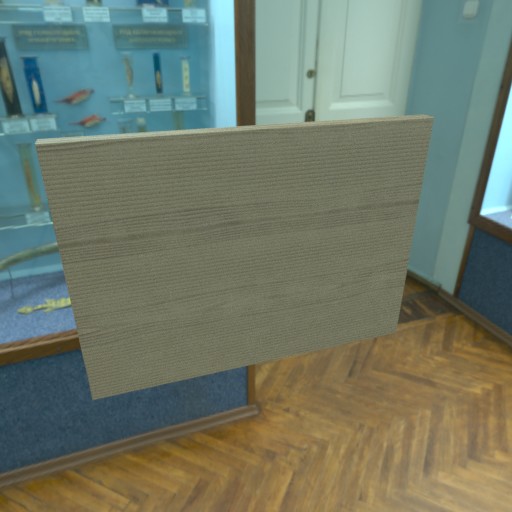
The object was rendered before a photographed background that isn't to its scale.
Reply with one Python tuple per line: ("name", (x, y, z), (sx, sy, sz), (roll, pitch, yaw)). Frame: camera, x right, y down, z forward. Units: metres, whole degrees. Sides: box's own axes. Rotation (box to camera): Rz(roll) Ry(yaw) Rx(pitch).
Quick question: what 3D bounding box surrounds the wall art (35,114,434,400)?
("wall art", (0.000, 0.000, 1.063), (0.841, 0.609, 0.063), (-9, 28, -16))
